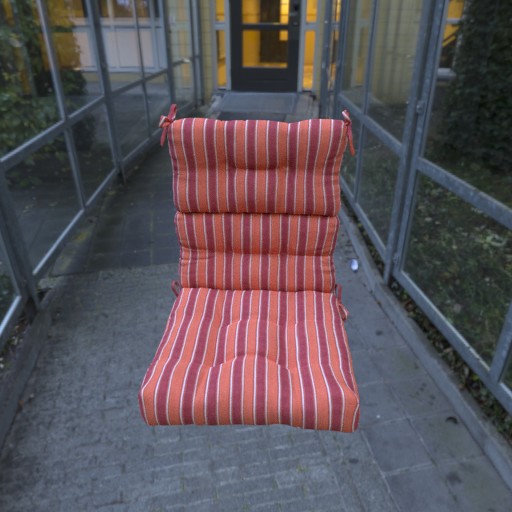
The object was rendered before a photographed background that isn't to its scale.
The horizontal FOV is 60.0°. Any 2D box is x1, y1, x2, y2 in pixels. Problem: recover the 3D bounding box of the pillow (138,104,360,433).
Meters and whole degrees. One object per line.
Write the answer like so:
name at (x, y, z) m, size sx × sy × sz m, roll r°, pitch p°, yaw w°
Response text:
pillow at (0.000, 0.000, 1.062) m, size 0.519 × 0.605 × 0.571 m, roll 1°, pitch 29°, yaw 3°
